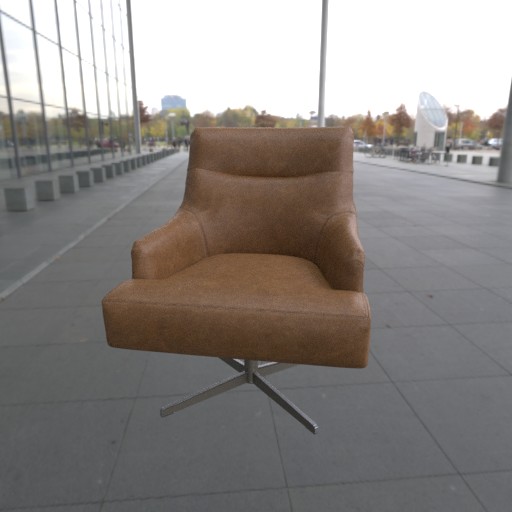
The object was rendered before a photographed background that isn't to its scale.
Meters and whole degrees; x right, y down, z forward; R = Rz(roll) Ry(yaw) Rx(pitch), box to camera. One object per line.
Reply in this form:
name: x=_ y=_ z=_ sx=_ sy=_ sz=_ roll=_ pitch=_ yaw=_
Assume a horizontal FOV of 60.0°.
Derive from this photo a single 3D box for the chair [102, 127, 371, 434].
chair: x=0.000 y=0.000 z=1.527 sx=0.729 sy=0.869 sz=0.874 roll=3 pitch=15 yaw=10
